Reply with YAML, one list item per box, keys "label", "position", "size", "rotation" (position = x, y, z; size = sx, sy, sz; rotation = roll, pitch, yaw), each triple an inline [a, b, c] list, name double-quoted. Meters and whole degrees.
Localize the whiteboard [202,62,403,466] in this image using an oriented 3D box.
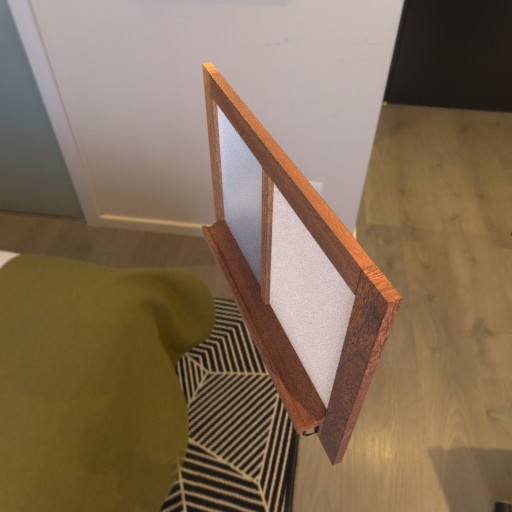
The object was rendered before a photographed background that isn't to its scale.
- label: "whiteboard"
  position: [0.000, 0.000, 0.999]
  size: [0.083, 0.559, 0.783]
  rotation: [-16, 48, -15]
